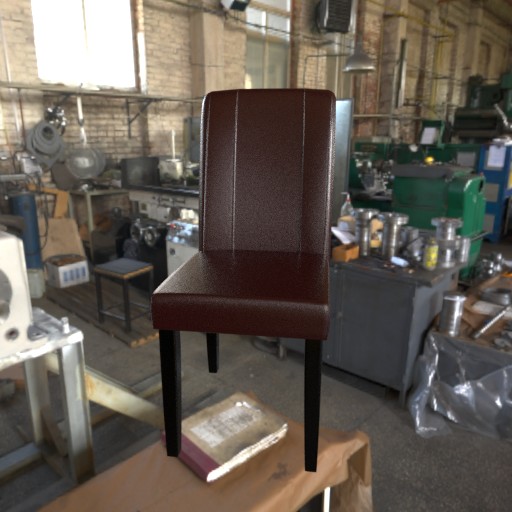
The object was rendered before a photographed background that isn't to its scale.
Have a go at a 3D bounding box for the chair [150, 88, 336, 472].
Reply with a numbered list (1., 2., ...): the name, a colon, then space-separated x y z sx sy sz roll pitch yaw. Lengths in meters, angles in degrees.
1. chair: 0.000 0.000 1.191 0.399 0.897 0.556 2 15 8
